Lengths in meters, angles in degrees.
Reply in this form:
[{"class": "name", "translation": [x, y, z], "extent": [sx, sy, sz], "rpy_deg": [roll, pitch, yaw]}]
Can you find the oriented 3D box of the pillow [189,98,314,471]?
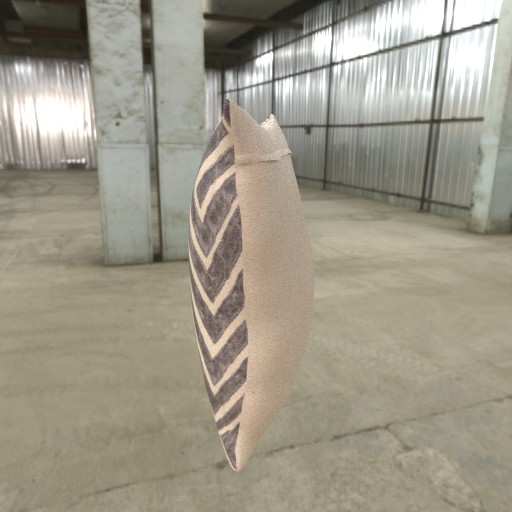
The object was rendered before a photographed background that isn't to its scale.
[{"class": "pillow", "translation": [0.000, 0.000, 0.687], "extent": [0.182, 0.441, 0.440], "rpy_deg": [2, 15, 8]}]
